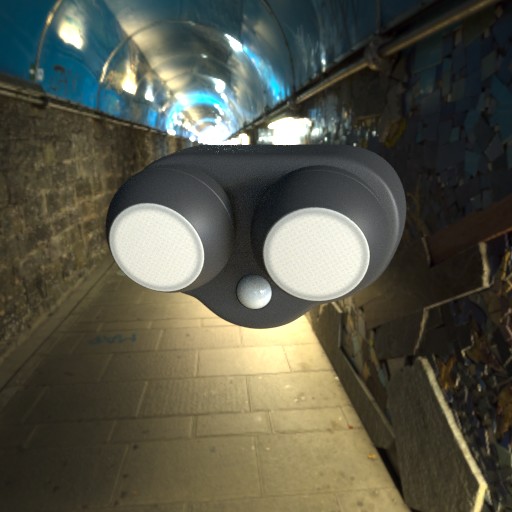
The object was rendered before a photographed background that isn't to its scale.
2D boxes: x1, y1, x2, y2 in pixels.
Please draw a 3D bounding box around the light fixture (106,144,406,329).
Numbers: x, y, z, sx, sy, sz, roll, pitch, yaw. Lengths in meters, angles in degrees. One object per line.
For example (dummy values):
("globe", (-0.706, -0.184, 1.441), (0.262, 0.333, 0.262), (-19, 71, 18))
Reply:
("light fixture", (0.000, 0.000, 0.327), (0.229, 0.159, 0.159), (3, 14, 10))
